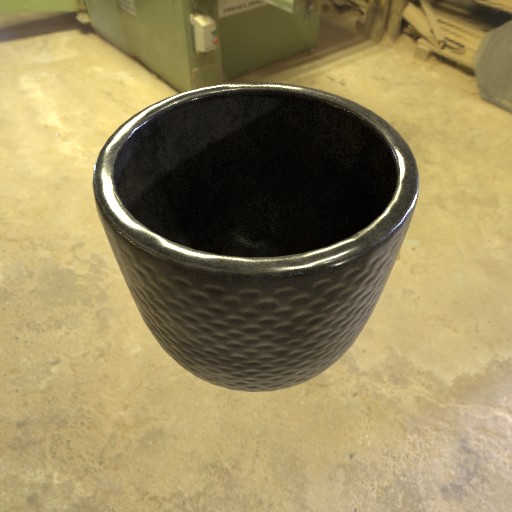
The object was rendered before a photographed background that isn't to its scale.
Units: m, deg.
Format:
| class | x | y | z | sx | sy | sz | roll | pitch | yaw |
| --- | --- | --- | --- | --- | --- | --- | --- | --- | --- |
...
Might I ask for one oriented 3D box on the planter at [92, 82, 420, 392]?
| class | x | y | z | sx | sy | sz | roll | pitch | yaw |
| --- | --- | --- | --- | --- | --- | --- | --- | --- | --- |
| planter | 0.000 | 0.000 | 0.238 | 0.140 | 0.129 | 0.140 | 0 | 47 | 0 |
